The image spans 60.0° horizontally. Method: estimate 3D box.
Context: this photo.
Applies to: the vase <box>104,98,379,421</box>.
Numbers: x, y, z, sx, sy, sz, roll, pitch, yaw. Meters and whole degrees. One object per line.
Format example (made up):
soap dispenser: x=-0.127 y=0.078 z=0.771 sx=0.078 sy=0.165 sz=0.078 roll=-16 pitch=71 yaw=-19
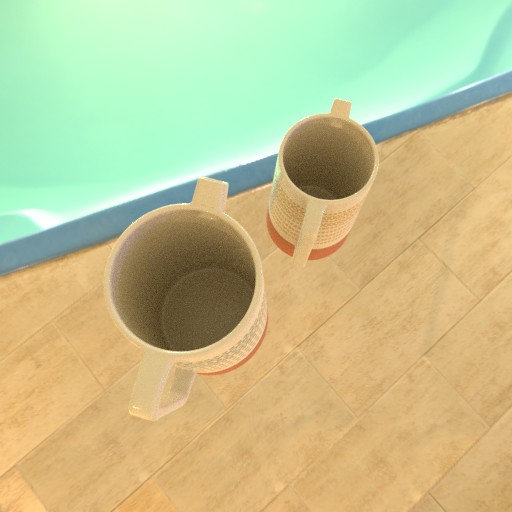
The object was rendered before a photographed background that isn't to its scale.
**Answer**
vase: x=0.000 y=0.000 z=0.466 sx=0.326 sy=0.247 sz=0.168 roll=-34 pitch=77 yaw=-9
